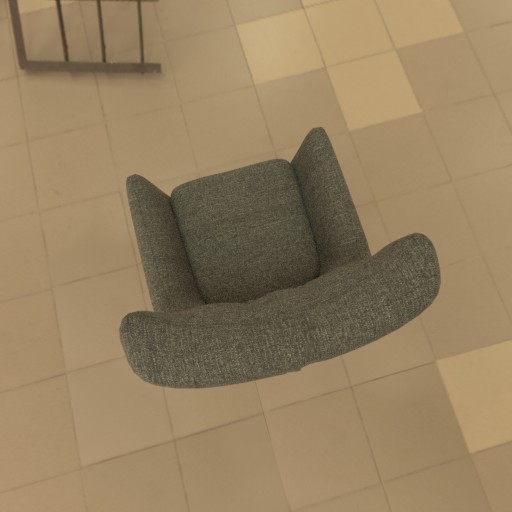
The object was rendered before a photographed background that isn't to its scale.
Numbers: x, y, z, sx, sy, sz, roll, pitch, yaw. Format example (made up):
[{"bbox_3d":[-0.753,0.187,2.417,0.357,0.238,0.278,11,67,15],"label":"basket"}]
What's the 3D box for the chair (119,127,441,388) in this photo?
[{"bbox_3d":[0.000,0.000,1.714,0.878,1.063,0.904,-16,75,-4],"label":"chair"}]
